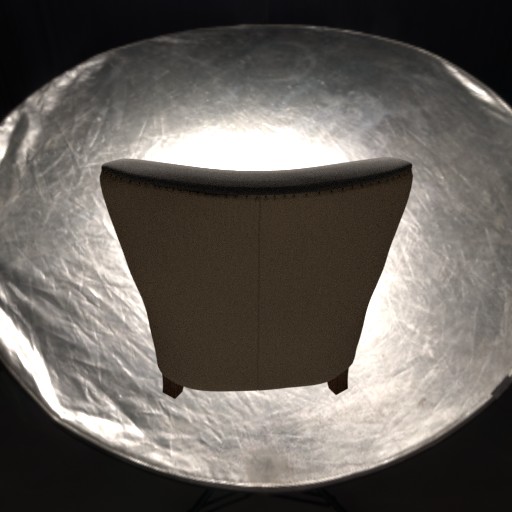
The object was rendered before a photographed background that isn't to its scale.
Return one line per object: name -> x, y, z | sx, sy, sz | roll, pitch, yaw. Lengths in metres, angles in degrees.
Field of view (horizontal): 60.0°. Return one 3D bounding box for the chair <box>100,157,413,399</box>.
chair -> 0.000, 0.000, 1.642 | 0.861, 0.936, 0.921 | -1, 31, -1
